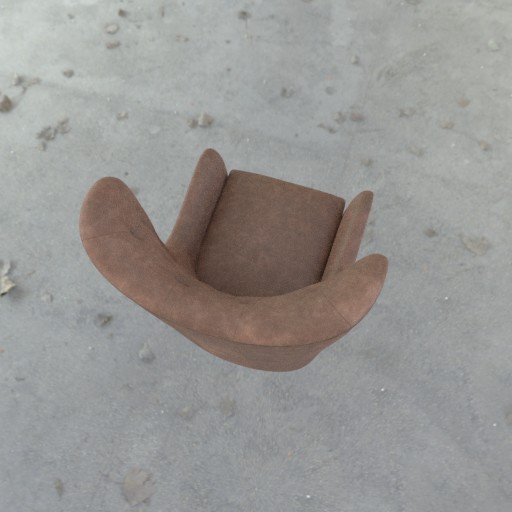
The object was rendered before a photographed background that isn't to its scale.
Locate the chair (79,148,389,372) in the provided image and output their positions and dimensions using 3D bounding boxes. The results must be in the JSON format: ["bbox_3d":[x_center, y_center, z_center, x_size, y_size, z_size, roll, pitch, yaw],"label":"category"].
[{"bbox_3d":[0.000,0.000,1.712,0.831,1.079,0.930,17,64,9],"label":"chair"}]
